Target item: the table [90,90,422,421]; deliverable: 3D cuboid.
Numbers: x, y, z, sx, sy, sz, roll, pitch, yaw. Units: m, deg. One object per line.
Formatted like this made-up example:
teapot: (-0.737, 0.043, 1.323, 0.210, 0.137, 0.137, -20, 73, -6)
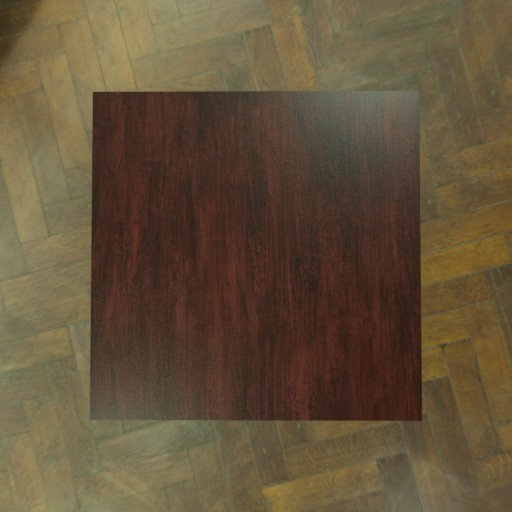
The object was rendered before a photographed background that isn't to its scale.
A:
table: (0.000, 0.000, 1.341, 0.865, 0.356, 0.865, 0, 89, 0)
